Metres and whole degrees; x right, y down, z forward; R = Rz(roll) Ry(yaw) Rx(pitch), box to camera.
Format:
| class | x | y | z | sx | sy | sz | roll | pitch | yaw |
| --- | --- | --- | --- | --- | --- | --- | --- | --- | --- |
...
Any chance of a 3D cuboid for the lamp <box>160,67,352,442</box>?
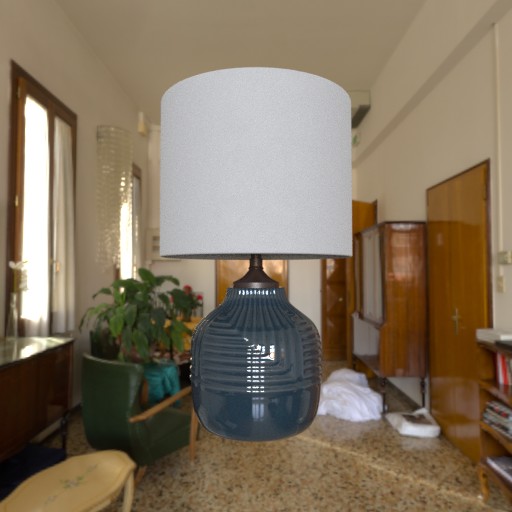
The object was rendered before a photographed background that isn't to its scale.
| class | x | y | z | sx | sy | sz | roll | pitch | yaw |
| --- | --- | --- | --- | --- | --- | --- | --- | --- | --- |
| lamp | 0.000 | 0.000 | 0.747 | 0.318 | 0.567 | 0.318 | 0 | -2 | 0 |
